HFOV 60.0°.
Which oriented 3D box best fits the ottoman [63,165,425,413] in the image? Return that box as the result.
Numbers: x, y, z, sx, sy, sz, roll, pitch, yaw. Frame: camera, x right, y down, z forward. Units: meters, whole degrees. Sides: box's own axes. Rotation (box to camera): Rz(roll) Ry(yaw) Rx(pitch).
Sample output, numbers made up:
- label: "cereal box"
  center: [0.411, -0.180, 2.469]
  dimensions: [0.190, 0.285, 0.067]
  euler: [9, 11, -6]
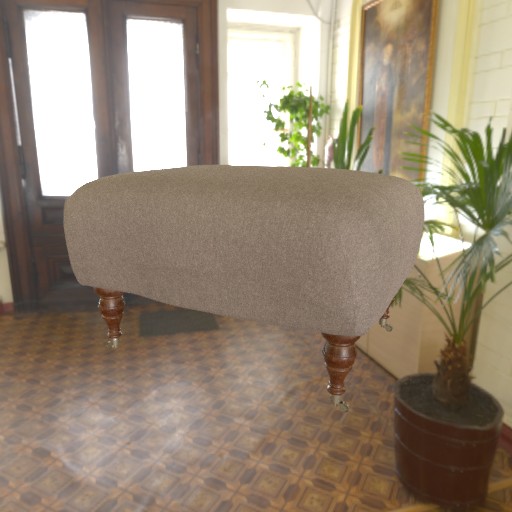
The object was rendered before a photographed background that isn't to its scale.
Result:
- label: "ottoman"
  center: [0.000, 0.000, 1.127]
  dimensions: [0.747, 0.450, 0.622]
  euler: [7, 15, 26]
